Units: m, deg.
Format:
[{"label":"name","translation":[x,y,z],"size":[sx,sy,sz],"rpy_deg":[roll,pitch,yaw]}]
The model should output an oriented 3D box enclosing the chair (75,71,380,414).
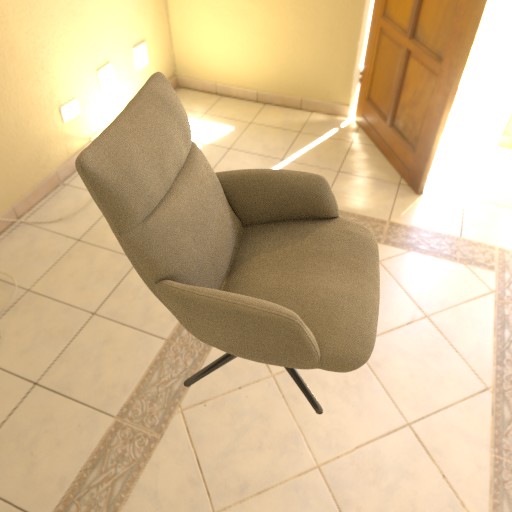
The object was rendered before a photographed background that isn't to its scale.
[{"label":"chair","translation":[0.000,0.000,1.544],"size":[0.889,1.016,0.711],"rpy_deg":[9,46,9]}]
